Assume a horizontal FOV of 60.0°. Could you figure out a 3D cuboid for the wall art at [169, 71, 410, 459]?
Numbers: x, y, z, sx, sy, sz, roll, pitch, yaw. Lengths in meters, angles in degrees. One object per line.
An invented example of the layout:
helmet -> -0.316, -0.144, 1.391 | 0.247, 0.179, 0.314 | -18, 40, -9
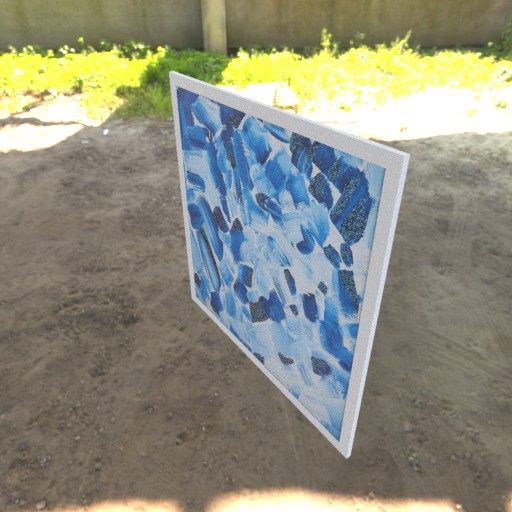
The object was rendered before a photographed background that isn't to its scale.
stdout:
wall art -> 0.000, 0.000, 1.197 | 0.015, 0.812, 0.812 | -22, 39, -29
